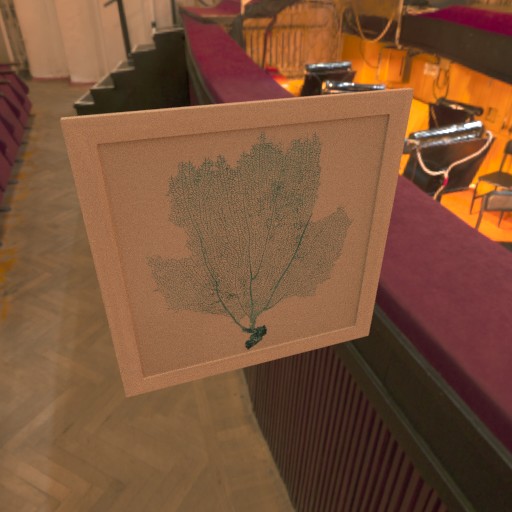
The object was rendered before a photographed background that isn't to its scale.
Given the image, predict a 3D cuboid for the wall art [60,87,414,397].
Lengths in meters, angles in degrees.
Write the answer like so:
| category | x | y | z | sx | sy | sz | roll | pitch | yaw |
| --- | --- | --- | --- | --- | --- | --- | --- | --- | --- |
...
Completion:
| category | x | y | z | sx | sy | sz | roll | pitch | yaw |
| --- | --- | --- | --- | --- | --- | --- | --- | --- | --- |
| wall art | 0.000 | 0.000 | 0.863 | 0.584 | 0.584 | 0.013 | -11 | 34 | -16 |
